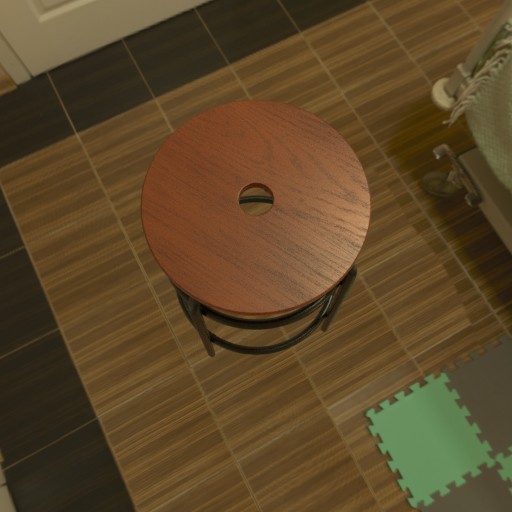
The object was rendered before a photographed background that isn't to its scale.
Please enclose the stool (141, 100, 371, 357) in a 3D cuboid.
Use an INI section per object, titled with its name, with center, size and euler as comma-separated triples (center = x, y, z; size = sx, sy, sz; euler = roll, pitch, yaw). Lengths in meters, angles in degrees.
[stool]
center = 0.000, 0.000, 0.935
size = 0.455, 0.610, 0.455
euler = 32, 77, 8
